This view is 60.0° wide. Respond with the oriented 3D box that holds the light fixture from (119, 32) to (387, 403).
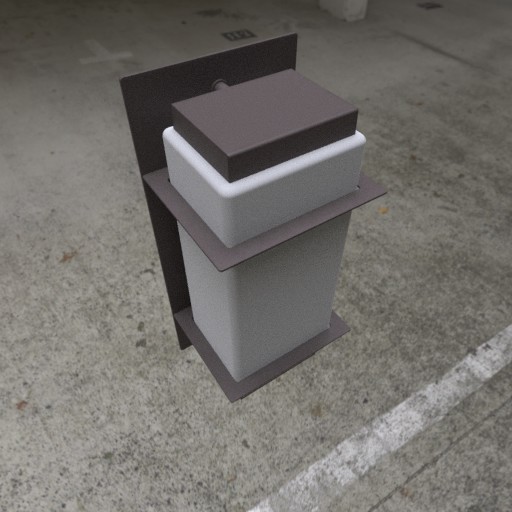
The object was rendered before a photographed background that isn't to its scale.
[{"bbox_3d":[0.000,0.000,0.427,0.153,0.347,0.146,-26,51,-23],"label":"light fixture"}]
